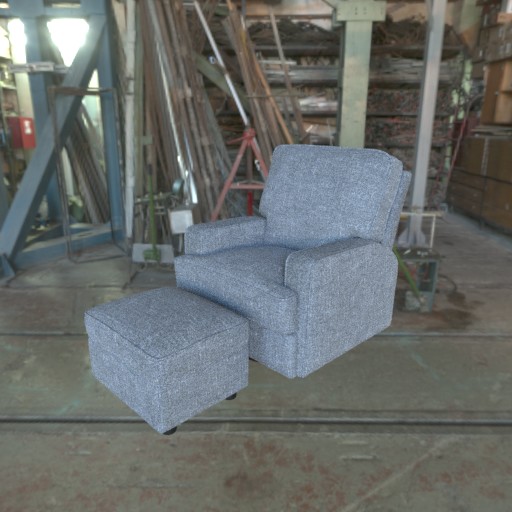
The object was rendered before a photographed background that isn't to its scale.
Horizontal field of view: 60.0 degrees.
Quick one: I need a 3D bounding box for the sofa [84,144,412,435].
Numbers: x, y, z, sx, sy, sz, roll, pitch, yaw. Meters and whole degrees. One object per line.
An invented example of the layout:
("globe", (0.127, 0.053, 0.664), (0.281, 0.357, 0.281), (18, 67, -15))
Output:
("sofa", (0.000, 0.000, 2.070), (1.472, 0.959, 0.861), (-16, 23, -42))
